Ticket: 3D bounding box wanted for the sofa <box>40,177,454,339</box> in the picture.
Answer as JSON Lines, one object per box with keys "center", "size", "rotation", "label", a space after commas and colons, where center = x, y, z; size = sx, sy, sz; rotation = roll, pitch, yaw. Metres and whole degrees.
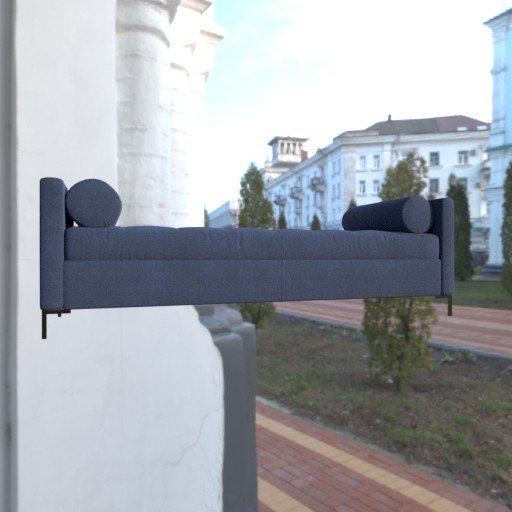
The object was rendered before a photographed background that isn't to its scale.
{"center": [0.000, 0.000, 2.328], "size": [1.981, 0.635, 0.686], "rotation": [0, 0, -19], "label": "sofa"}
